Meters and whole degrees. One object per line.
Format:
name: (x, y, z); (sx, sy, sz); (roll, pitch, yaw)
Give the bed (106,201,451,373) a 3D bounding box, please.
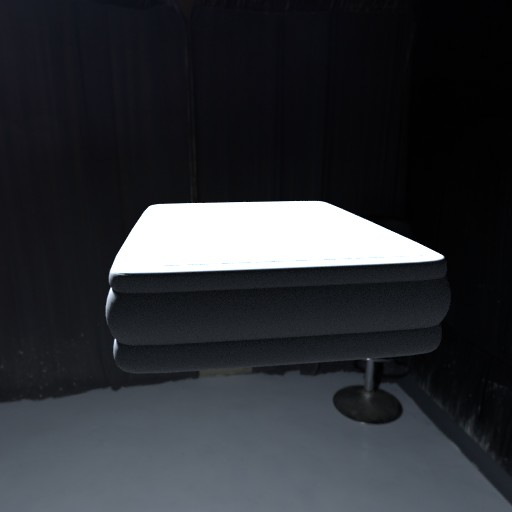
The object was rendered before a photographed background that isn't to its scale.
bed: (0.000, 0.000, 2.757); (1.520, 0.460, 2.036); (-2, 15, -8)
